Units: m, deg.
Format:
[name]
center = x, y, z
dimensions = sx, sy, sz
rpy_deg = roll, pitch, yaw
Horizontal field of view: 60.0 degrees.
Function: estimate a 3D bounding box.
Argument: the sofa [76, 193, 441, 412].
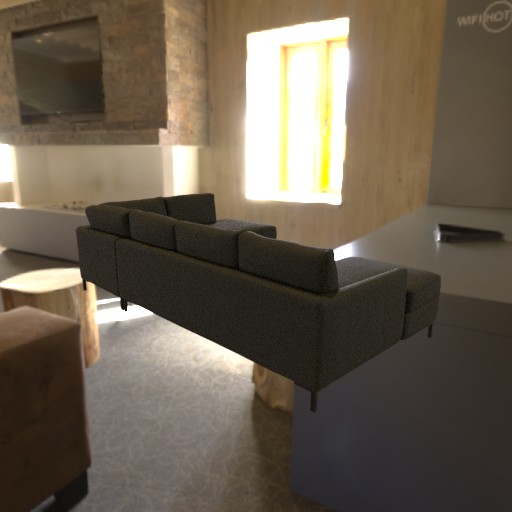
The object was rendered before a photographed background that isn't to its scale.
[sofa]
center = 0.000, 0.000, 3.891
dimensions = 1.984, 0.858, 2.975
rpy_deg = -13, 19, -43
